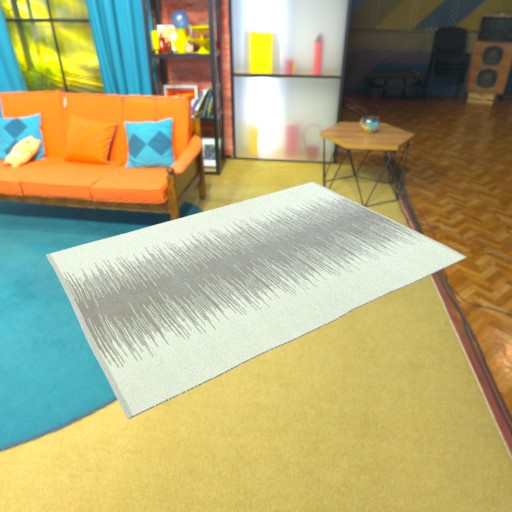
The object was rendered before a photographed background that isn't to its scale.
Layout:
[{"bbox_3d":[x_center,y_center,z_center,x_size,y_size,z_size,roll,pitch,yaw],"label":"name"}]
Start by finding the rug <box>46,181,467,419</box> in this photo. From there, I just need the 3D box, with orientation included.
[{"bbox_3d":[0.000,0.000,2.294,1.815,0.007,1.226,-19,36,-28],"label":"rug"}]
